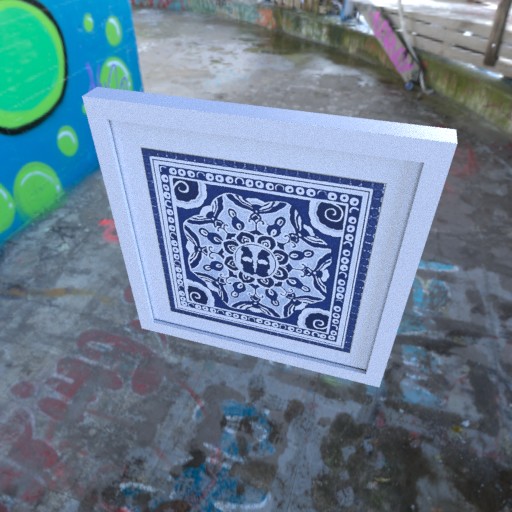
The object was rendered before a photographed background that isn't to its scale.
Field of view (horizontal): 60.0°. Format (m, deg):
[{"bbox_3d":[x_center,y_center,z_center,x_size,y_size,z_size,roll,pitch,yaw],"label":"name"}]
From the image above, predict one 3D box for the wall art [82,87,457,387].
[{"bbox_3d":[0.000,0.000,0.529,0.355,0.355,0.027,11,42,13],"label":"wall art"}]
